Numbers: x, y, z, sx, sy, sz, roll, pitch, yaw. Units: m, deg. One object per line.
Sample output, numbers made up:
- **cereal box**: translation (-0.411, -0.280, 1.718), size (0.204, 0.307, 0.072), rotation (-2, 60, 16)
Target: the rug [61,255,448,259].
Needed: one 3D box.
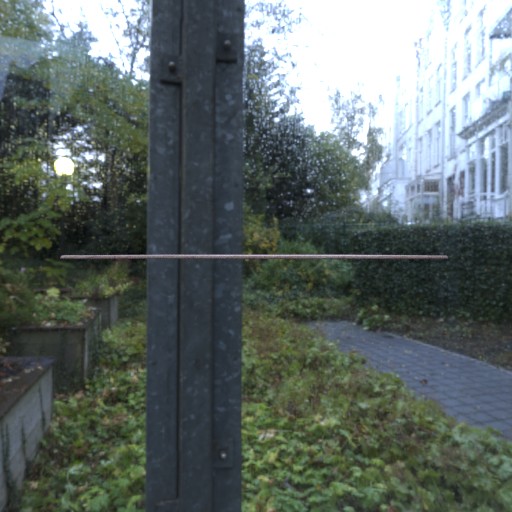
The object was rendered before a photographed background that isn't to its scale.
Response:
- **rug**: translation (0.000, 0.000, 2.987), size (1.609, 0.015, 2.390), rotation (0, 0, 1)
